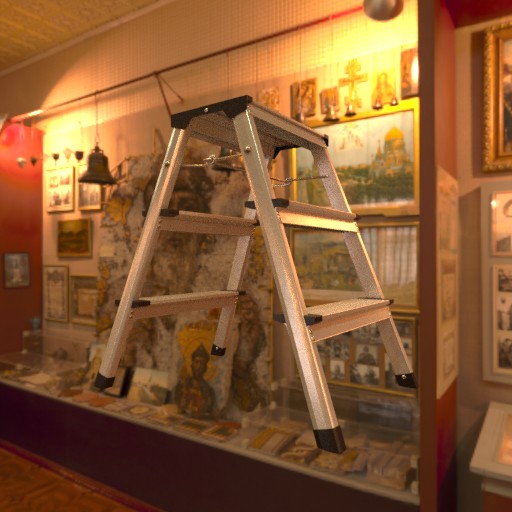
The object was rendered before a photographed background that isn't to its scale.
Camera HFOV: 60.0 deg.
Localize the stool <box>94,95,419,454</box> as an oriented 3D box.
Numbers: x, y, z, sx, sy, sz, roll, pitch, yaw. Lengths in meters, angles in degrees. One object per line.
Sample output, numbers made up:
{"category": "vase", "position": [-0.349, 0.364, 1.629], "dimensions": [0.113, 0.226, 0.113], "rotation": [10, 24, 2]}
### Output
{"category": "stool", "position": [0.000, 0.000, 1.029], "dimensions": [0.622, 0.605, 0.437], "rotation": [0, 0, 35]}
